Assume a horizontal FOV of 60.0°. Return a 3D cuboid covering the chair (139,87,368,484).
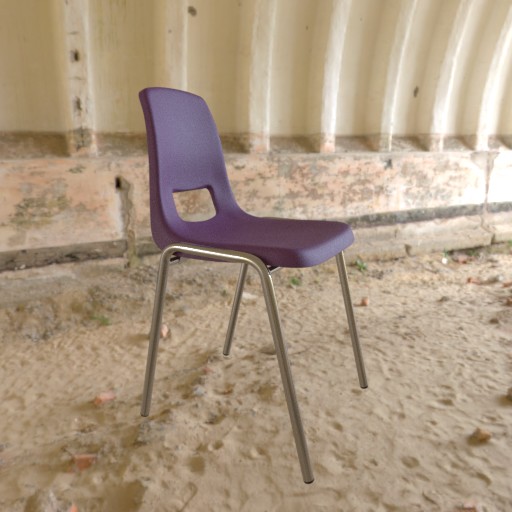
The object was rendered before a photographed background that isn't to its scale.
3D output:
[{"bbox_3d":[0.000,0.000,0.956,0.432,0.704,0.381,8,16,28],"label":"chair"}]
